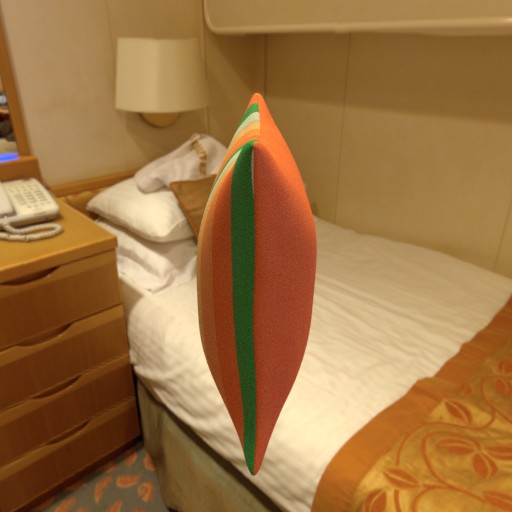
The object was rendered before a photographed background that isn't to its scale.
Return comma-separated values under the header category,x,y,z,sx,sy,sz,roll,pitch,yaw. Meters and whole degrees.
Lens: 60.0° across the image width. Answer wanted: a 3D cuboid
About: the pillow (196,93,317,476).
category,x,y,z,sx,sy,sz,roll,pitch,yaw
pillow,0.000,0.000,0.698,0.169,0.444,0.453,0,26,0
